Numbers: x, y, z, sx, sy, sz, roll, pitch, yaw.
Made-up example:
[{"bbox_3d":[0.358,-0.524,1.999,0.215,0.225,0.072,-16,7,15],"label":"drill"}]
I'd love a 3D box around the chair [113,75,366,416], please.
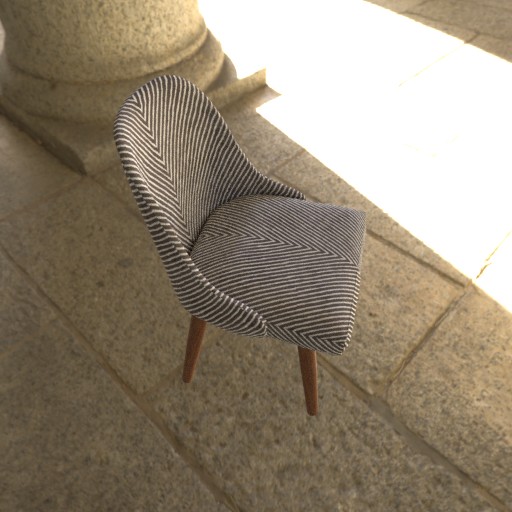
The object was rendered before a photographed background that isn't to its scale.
[{"bbox_3d":[0.000,0.000,1.256,0.591,0.883,0.504,11,49,10],"label":"chair"}]
